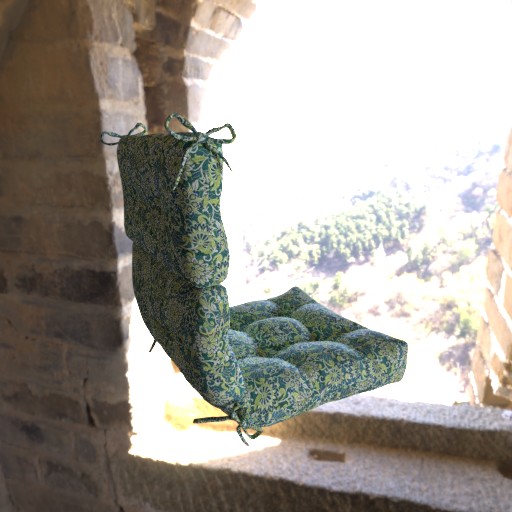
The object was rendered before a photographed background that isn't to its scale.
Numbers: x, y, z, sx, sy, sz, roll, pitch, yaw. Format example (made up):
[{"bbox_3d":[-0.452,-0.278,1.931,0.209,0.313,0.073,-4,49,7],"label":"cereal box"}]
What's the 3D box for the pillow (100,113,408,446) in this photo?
[{"bbox_3d":[0.000,0.000,1.038,0.571,0.605,0.519,-8,17,-28],"label":"pillow"}]
